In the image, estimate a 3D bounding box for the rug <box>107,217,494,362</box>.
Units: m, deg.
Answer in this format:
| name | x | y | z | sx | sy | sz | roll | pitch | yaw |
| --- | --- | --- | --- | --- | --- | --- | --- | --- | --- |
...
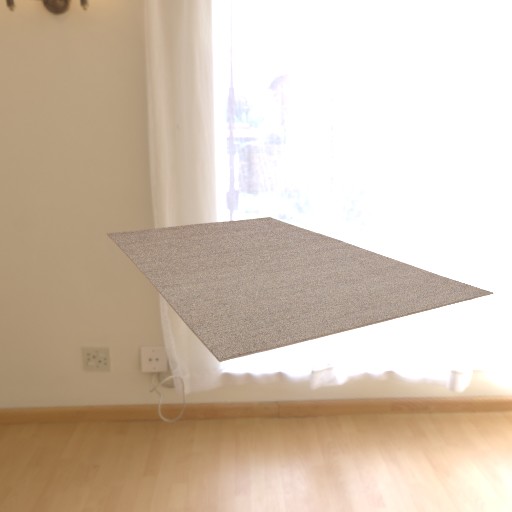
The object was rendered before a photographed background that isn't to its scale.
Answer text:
| name | x | y | z | sx | sy | sz | roll | pitch | yaw |
| --- | --- | --- | --- | --- | --- | --- | --- | --- | --- |
| rug | 0.000 | 0.000 | 2.220 | 1.154 | 0.021 | 1.792 | -8 | 17 | -26 |
